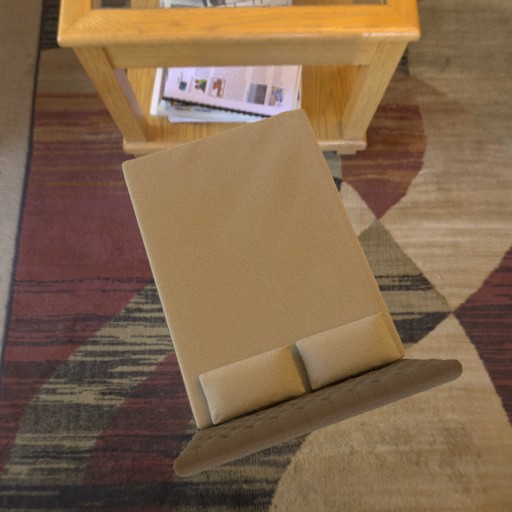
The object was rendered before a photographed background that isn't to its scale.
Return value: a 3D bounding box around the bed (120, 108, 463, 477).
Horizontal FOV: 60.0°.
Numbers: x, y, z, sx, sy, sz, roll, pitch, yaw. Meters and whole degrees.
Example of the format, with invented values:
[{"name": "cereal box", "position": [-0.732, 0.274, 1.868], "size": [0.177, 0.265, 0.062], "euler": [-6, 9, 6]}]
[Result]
[{"name": "bed", "position": [0.000, 0.000, 3.348], "size": [1.698, 1.427, 2.387], "euler": [-18, 77, -4]}]
